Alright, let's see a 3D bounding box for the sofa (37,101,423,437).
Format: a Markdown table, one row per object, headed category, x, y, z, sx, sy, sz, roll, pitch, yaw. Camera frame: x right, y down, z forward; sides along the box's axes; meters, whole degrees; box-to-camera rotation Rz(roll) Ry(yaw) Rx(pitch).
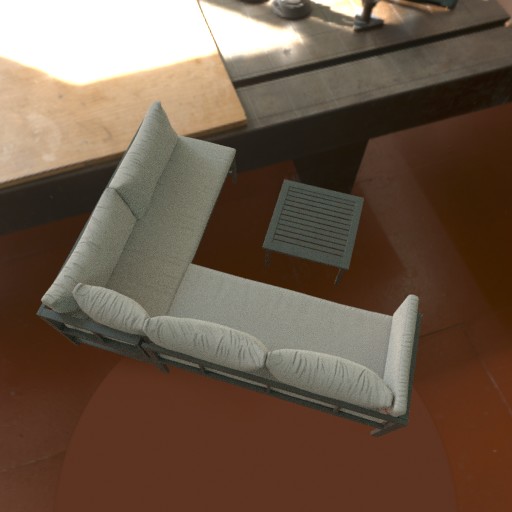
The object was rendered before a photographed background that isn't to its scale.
| category | x | y | z | sx | sy | sz | roll | pitch | yaw |
| --- | --- | --- | --- | --- | --- | --- | --- | --- | --- |
| sofa | 0.000 | 0.000 | 2.949 | 2.096 | 0.758 | 1.658 | 15 | 64 | 7 |
